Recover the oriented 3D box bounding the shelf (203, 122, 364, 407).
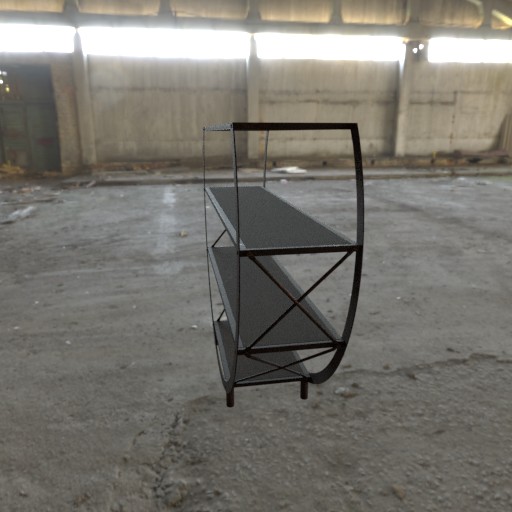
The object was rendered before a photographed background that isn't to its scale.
[{"bbox_3d":[0.000,0.000,1.885,0.344,1.063,1.403,-3,16,-10],"label":"shelf"}]
